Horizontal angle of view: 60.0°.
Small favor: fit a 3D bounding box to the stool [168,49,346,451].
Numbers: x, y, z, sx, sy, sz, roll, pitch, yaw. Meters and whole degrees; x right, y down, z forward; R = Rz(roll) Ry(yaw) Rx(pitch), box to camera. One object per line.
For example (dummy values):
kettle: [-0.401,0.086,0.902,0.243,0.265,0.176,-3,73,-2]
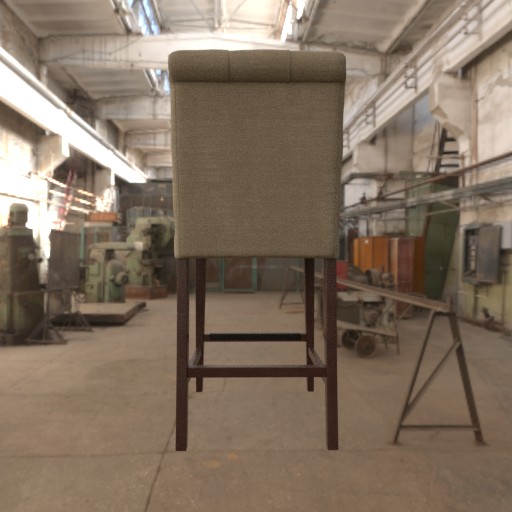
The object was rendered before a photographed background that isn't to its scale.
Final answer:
stool: [0.000,0.000,1.456,0.486,1.084,0.660,0,1,-1]
